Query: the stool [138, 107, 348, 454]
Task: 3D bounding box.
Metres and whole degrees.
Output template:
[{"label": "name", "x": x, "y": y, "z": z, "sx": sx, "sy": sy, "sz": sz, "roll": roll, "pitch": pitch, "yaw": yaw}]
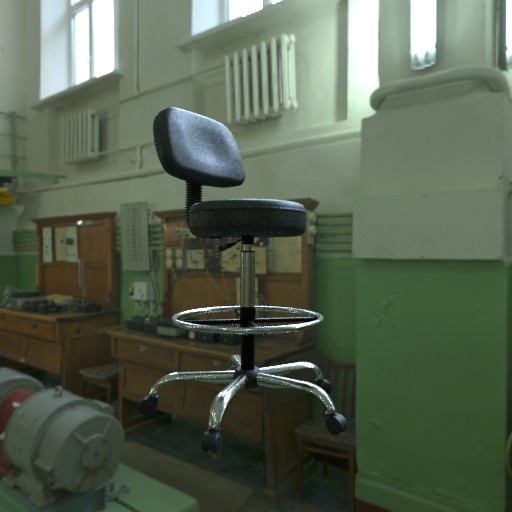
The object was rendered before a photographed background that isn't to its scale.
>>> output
[{"label": "stool", "x": 0.000, "y": 0.000, "z": 1.511, "sx": 0.658, "sy": 1.069, "sz": 0.694, "roll": 0, "pitch": 1, "yaw": 36}]
